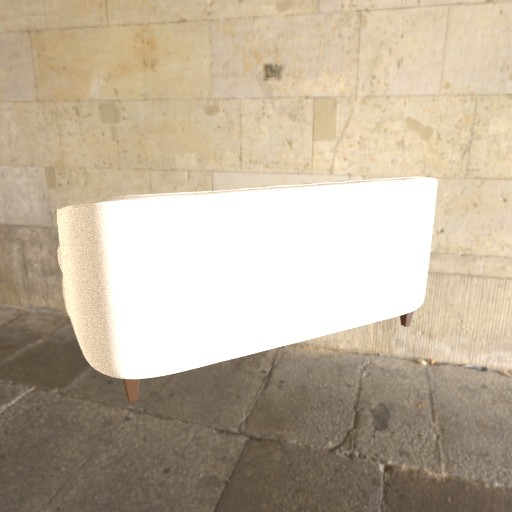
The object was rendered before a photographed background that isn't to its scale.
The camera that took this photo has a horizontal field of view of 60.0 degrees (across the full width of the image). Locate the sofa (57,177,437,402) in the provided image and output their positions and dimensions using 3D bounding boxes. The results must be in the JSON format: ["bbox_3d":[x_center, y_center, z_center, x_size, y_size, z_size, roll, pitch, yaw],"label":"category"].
[{"bbox_3d":[0.000,0.000,2.205,1.733,0.855,0.941,-8,18,-27],"label":"sofa"}]
